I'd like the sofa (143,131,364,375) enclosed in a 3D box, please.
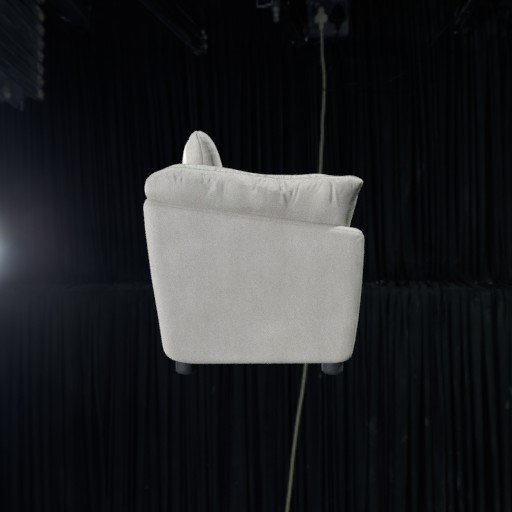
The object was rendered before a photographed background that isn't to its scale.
[{"bbox_3d":[0.000,0.000,2.831,0.878,0.996,2.334,0,0,0],"label":"sofa"}]
